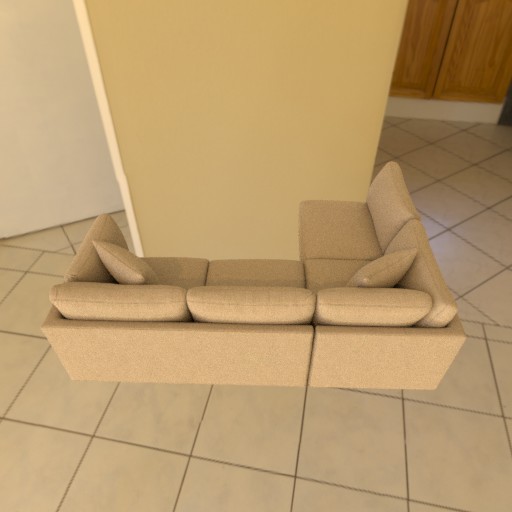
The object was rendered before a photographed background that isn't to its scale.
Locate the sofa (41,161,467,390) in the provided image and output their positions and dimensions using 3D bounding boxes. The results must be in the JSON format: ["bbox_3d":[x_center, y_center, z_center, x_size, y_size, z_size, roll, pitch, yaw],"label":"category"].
[{"bbox_3d":[0.000,0.000,3.858,2.896,0.978,1.994,1,42,1],"label":"sofa"}]
